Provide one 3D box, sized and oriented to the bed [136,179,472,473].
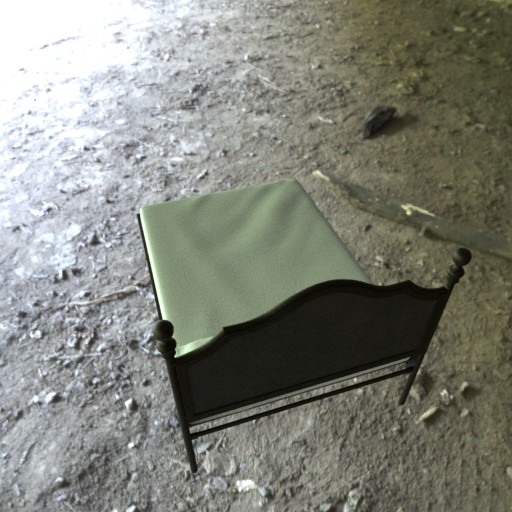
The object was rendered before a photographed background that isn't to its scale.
[{"bbox_3d":[0.000,0.000,3.335,1.642,1.499,2.224,-12,44,-13],"label":"bed"}]
